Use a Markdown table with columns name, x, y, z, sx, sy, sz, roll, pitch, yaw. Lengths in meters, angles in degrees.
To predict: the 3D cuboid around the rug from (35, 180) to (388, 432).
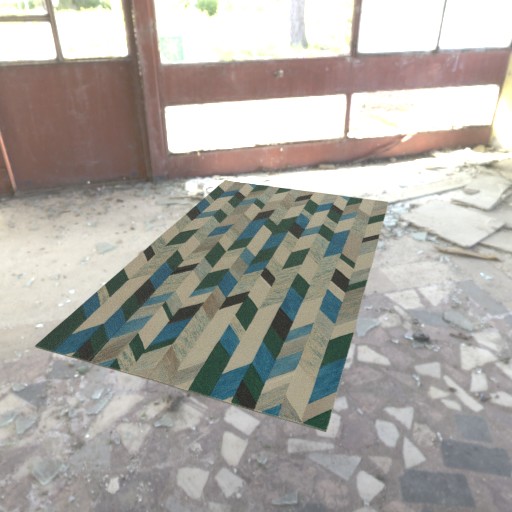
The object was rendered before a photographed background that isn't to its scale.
| name | x | y | z | sx | sy | sz | roll | pitch | yaw |
| --- | --- | --- | --- | --- | --- | --- | --- | --- | --- |
| rug | 0.000 | 0.000 | 2.994 | 1.507 | 0.007 | 2.433 | 11 | 33 | 17 |
